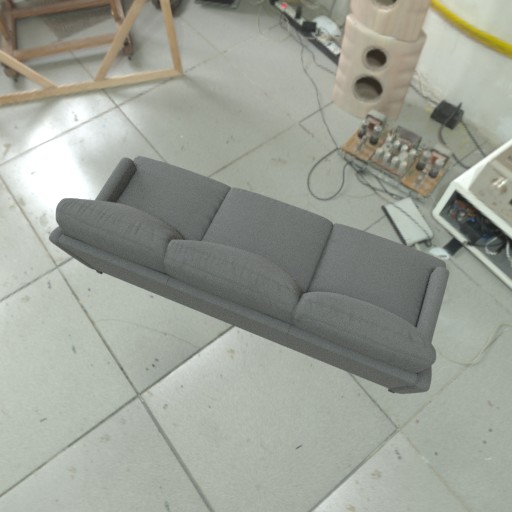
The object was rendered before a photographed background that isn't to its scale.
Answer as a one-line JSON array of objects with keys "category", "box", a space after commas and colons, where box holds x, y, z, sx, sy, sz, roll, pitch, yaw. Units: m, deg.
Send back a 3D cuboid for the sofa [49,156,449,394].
[{"category": "sofa", "box": [0.000, 0.000, 2.874, 2.344, 0.926, 0.987, 20, 64, 10]}]
